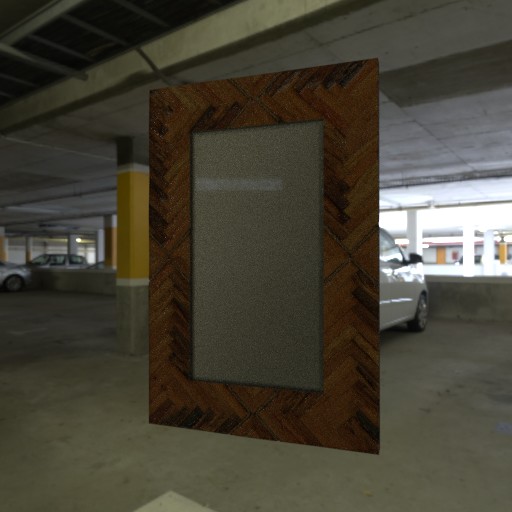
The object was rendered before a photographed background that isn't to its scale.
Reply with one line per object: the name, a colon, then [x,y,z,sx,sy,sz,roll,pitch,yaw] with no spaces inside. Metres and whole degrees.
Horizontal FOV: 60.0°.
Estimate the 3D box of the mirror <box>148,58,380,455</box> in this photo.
mirror: [0.000,0.000,1.130,0.606,0.912,0.044,0,-1,19]
